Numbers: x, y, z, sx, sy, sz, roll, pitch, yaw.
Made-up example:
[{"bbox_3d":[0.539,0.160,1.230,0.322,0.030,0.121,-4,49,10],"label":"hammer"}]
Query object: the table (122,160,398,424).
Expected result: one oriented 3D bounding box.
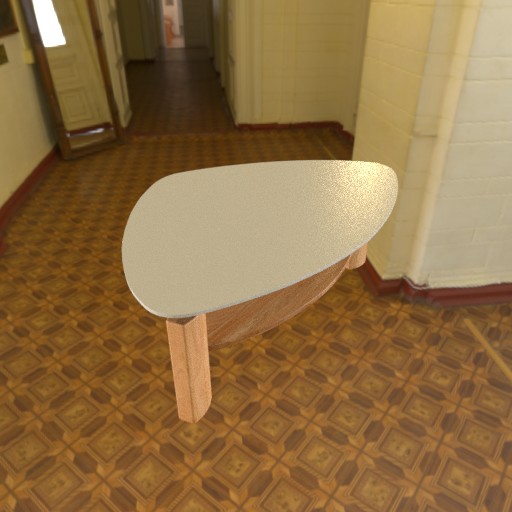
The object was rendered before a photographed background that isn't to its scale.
[{"bbox_3d":[0.000,0.000,1.647,0.850,0.440,1.250,22,37,32],"label":"table"}]
